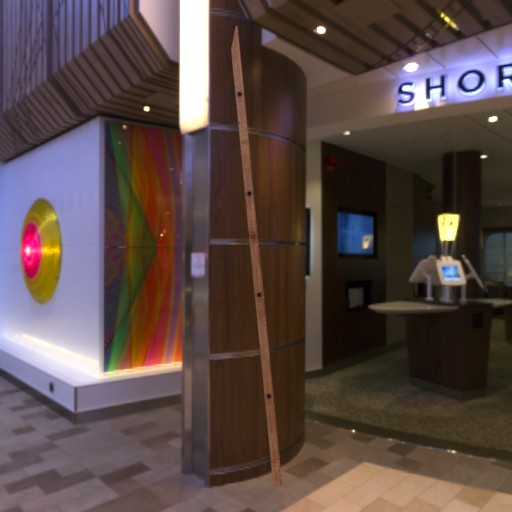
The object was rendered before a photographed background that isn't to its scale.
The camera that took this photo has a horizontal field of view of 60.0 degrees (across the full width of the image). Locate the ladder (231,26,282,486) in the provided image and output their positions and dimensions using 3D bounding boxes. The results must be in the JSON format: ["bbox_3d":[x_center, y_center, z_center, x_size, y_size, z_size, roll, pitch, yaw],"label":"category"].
[{"bbox_3d":[0.000,0.000,1.957,0.200,1.805,0.442,0,0,-1],"label":"ladder"}]
